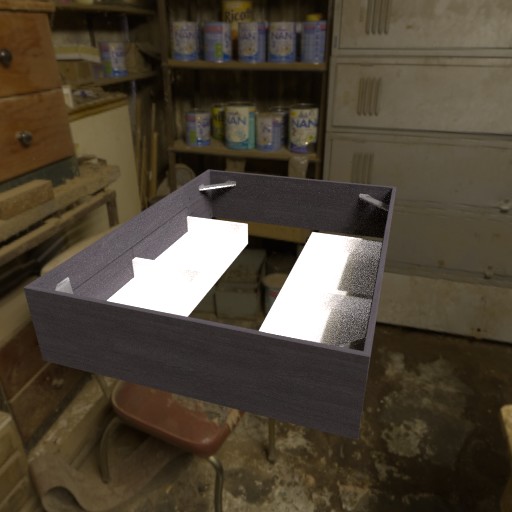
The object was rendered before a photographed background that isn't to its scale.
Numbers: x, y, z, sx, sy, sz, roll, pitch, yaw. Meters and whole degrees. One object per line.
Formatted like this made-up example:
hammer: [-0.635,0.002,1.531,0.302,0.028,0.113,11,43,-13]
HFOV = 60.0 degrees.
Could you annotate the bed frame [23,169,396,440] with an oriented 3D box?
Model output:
bed frame: [0.000,0.000,2.602,1.448,0.459,1.944,8,28,16]
